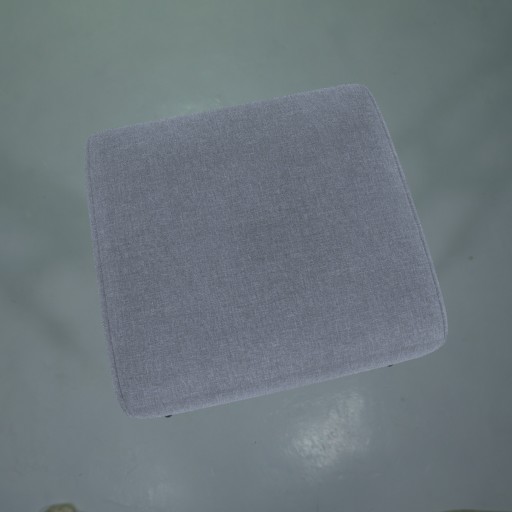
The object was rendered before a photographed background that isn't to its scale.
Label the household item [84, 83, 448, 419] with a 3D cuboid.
[{"bbox_3d":[0.000,0.000,0.867,0.530,0.410,0.530,-12,75,-3],"label":"household item"}]
